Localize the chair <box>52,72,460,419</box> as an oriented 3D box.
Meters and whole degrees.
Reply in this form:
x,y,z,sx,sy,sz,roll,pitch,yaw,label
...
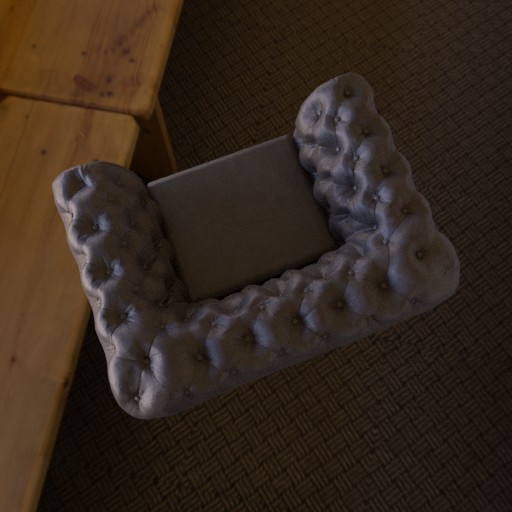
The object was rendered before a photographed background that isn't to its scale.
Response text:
x,y,z,sx,sy,sz,roll,pitch,yaw,label
0.000,0.000,1.873,1.298,0.780,0.943,-21,76,-5,chair
